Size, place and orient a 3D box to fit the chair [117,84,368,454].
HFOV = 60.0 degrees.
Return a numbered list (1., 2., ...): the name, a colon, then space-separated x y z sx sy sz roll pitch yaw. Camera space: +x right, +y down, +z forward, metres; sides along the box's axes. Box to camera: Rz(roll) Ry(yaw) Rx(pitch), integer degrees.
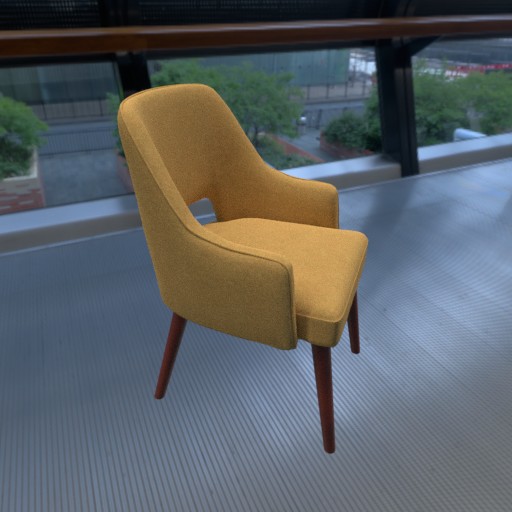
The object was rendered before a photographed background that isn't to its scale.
1. chair: 0.000 0.000 1.235 0.605 0.849 0.548 10 30 18
